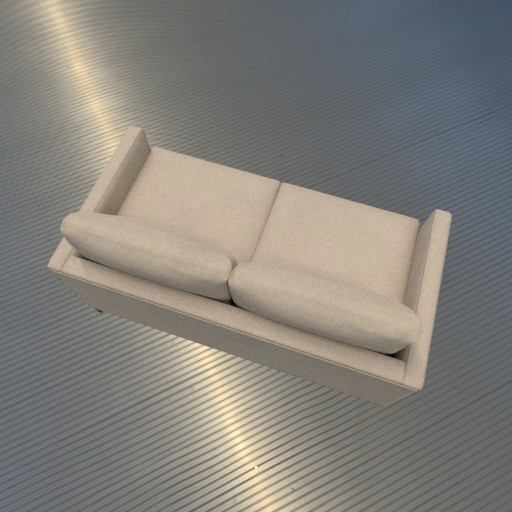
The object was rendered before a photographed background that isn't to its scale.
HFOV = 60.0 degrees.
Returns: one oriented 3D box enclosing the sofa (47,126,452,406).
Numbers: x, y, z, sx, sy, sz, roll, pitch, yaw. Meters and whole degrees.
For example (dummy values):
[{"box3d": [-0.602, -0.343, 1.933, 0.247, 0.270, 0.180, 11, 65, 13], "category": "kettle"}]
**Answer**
[{"box3d": [0.000, 0.000, 2.185, 1.682, 0.840, 0.875, 17, 66, 8], "category": "sofa"}]
